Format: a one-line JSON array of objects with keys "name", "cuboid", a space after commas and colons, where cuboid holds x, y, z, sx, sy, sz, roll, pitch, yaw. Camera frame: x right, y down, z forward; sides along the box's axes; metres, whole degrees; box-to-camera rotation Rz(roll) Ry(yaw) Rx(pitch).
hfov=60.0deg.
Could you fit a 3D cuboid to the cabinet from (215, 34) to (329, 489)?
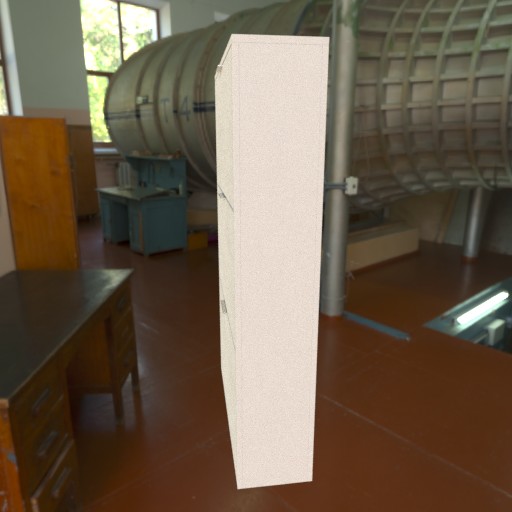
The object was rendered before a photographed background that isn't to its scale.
[{"name": "cabinet", "cuboid": [0.000, 0.000, 1.573, 0.250, 1.280, 0.750, -2, 15, -8]}]
